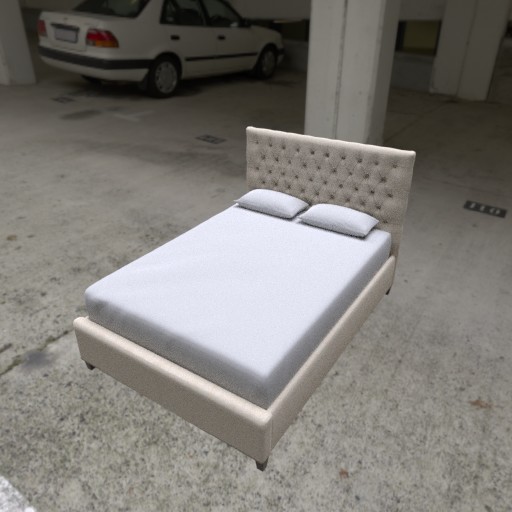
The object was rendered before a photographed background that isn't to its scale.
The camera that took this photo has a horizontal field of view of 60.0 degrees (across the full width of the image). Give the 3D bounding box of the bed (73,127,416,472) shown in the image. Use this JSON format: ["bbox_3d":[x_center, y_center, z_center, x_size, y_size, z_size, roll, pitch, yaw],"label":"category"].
[{"bbox_3d":[0.000,0.000,3.580,1.698,1.427,2.387,18,34,29],"label":"bed"}]
